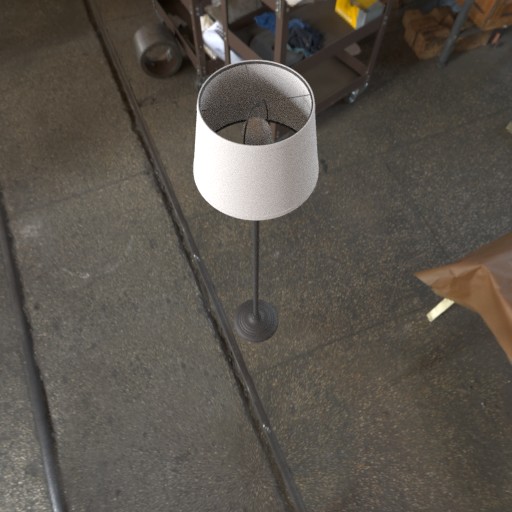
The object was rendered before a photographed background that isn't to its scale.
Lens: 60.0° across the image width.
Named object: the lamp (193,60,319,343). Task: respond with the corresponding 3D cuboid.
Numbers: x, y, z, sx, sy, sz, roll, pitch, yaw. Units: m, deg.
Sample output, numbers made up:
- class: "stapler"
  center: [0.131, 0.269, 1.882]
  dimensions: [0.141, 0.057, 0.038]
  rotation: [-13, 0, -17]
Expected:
- class: "lamp"
  center: [0.000, 0.000, 1.630]
  dimensions: [0.327, 1.506, 0.327]
  rotation: [31, 68, 14]
